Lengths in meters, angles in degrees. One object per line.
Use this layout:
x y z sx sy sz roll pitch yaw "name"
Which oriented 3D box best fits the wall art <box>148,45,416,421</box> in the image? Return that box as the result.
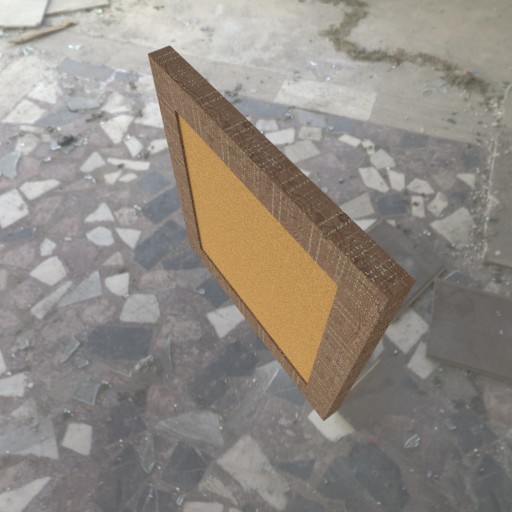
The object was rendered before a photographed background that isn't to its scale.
0.000 0.000 0.804 0.040 0.531 0.531 -31 62 -18 "wall art"
